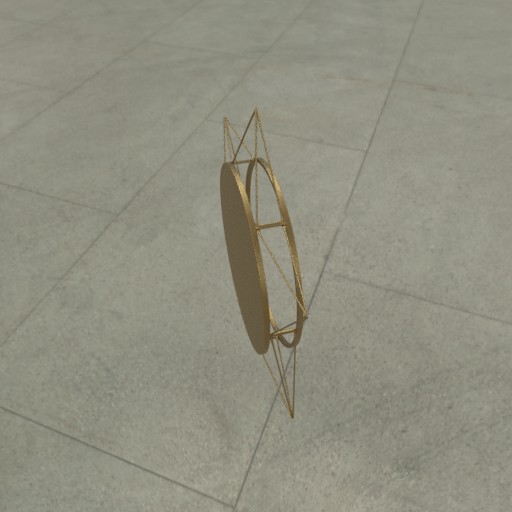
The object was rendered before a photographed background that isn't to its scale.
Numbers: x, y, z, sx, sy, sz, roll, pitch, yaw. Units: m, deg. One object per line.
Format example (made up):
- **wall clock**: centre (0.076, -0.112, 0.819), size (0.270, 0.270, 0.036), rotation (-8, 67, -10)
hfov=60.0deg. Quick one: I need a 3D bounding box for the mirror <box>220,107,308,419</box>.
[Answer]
- **mirror**: centre (0.000, 0.000, 0.808), size (0.062, 0.581, 0.498), rotation (-11, 47, -10)
